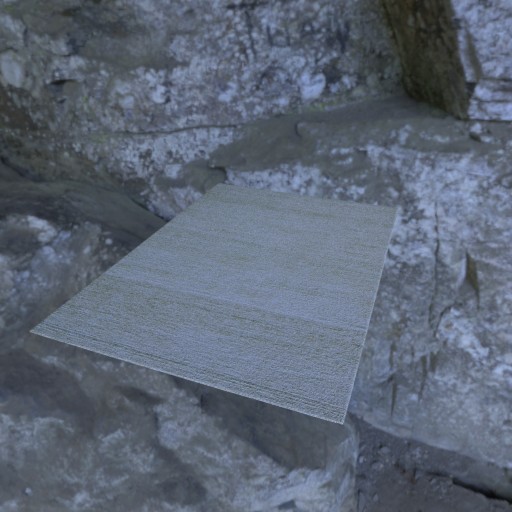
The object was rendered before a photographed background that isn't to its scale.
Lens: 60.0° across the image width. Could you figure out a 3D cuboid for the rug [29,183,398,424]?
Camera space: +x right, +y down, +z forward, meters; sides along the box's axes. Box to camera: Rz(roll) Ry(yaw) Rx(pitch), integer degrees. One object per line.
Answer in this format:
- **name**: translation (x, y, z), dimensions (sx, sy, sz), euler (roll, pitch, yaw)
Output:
- **rug**: translation (0.000, 0.000, 5.067), dimensions (2.782, 0.025, 3.935), euler (11, 32, 18)
